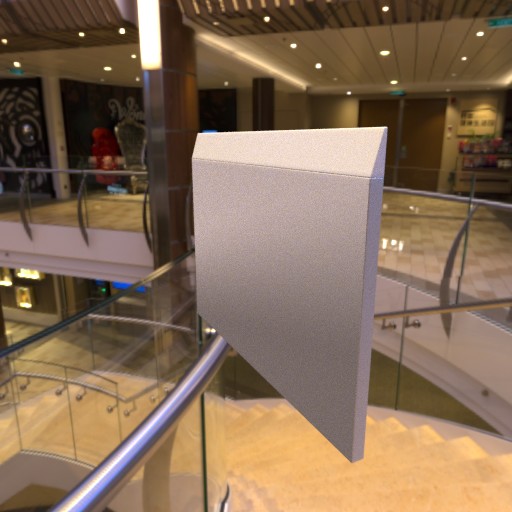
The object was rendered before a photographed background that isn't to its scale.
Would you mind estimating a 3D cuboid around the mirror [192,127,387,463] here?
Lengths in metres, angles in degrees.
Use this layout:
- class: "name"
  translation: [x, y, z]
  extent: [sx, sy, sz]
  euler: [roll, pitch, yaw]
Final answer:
- class: "mirror"
  translation: [0.000, 0.000, 1.163]
  extent: [0.030, 0.630, 0.870]
  euler: [-7, 16, -26]
